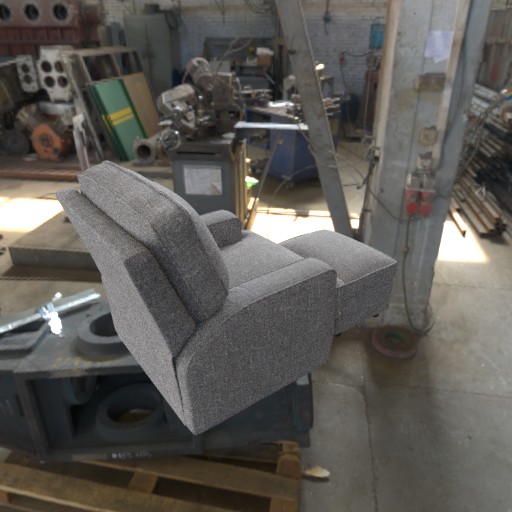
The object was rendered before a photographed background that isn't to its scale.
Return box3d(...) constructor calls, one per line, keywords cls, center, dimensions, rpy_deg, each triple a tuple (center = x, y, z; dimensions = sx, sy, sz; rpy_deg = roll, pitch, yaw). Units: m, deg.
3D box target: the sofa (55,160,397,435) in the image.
box3d(cls="sofa", center=(0.000, 0.000, 2.068), dimensions=(1.472, 0.959, 0.861), rpy_deg=(-18, 32, -32))
